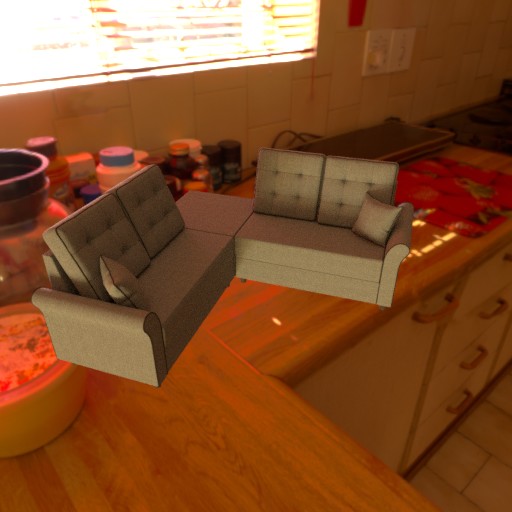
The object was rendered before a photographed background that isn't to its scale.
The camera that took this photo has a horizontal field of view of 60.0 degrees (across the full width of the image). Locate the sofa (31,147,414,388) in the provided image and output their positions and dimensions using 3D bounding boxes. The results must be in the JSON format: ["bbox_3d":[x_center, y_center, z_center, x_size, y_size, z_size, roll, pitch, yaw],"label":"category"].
[{"bbox_3d":[0.000,0.000,3.176,2.070,0.988,2.068,10,32,16],"label":"sofa"}]
